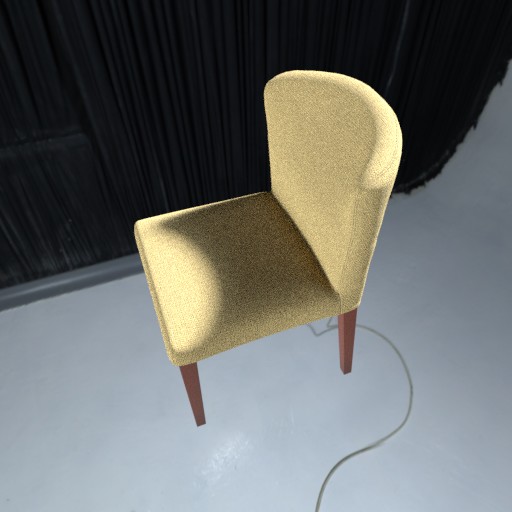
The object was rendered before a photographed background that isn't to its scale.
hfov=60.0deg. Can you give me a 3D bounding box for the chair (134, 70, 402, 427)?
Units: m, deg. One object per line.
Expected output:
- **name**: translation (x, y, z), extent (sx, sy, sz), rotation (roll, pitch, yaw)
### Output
- **chair**: translation (0.000, 0.000, 1.209), extent (0.589, 0.839, 0.491), rotation (-15, 48, -14)
